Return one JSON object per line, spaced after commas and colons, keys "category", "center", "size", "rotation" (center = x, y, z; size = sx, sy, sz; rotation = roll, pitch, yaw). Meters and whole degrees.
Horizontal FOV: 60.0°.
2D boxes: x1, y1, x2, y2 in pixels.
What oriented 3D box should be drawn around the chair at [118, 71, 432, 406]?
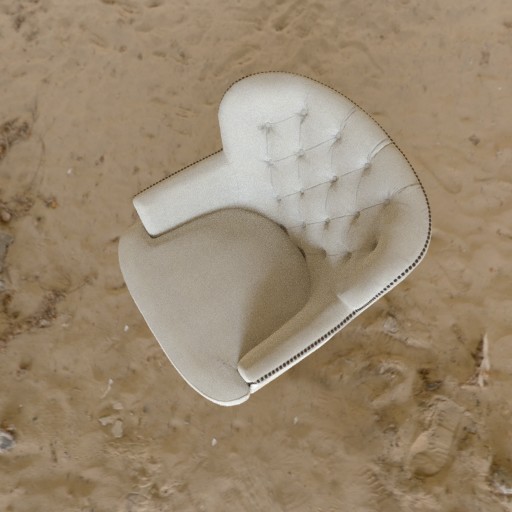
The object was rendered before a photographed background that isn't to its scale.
{"category": "chair", "center": [0.000, 0.000, 1.621], "size": [0.906, 0.868, 0.848], "rotation": [-31, 68, -14]}
